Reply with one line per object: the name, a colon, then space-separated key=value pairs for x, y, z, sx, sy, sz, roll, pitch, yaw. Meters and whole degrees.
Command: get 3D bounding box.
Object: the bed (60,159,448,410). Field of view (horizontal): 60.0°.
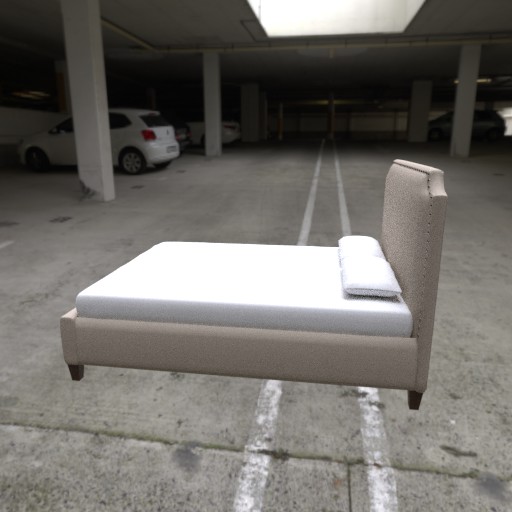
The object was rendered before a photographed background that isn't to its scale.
bed: x=0.000 y=0.000 z=3.470 sx=2.372 sy=1.443 sz=1.713 roll=2 pitch=15 yaw=8
